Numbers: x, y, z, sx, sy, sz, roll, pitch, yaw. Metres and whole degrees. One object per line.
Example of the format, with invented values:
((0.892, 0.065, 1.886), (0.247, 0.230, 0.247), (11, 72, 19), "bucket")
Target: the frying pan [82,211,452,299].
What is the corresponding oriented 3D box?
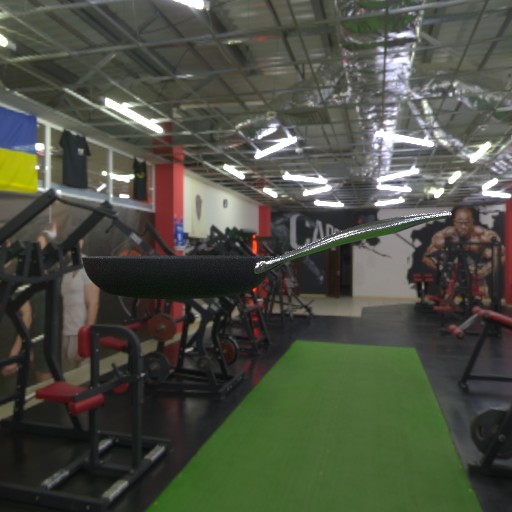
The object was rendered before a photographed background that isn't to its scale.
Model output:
((0.000, 0.000, 0.580), (0.472, 0.105, 0.255), (0, 1, 17), "frying pan")
